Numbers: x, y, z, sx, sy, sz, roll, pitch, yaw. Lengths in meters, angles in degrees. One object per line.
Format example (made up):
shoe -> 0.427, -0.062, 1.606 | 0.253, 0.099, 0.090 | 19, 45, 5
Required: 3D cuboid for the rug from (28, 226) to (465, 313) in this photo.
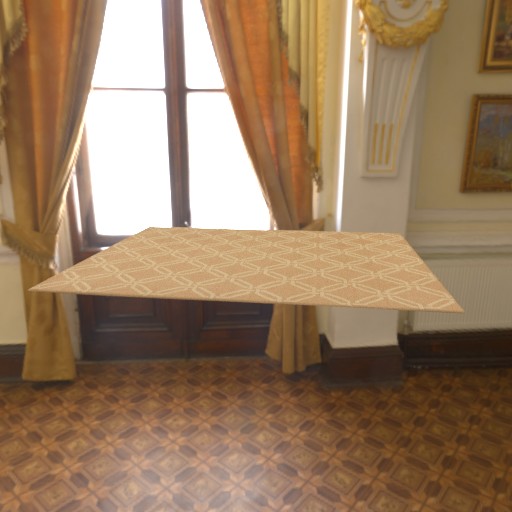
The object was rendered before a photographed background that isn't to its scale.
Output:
rug -> 0.000, 0.000, 3.987 | 2.895, 0.018, 2.288 | 2, 15, 8
